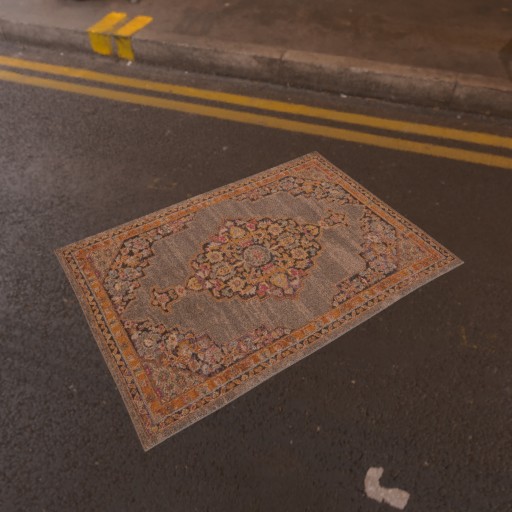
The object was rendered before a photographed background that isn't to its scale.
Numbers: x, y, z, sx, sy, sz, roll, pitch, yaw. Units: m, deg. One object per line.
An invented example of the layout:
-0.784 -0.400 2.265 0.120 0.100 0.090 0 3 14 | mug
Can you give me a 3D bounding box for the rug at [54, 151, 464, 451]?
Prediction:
0.000 0.000 3.810 2.901 0.026 2.043 -25 51 -22 | rug
